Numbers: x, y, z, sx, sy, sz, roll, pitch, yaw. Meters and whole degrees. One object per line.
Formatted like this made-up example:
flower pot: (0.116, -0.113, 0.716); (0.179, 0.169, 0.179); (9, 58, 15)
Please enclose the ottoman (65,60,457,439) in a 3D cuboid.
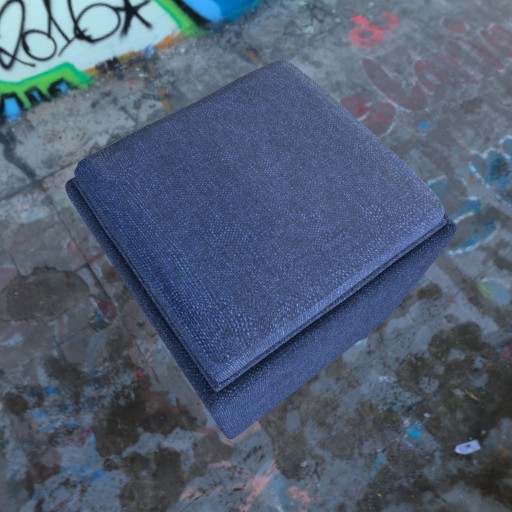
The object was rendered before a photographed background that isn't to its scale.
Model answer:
ottoman: (0.000, 0.000, 0.839); (0.454, 0.493, 0.436); (-33, 68, -16)
